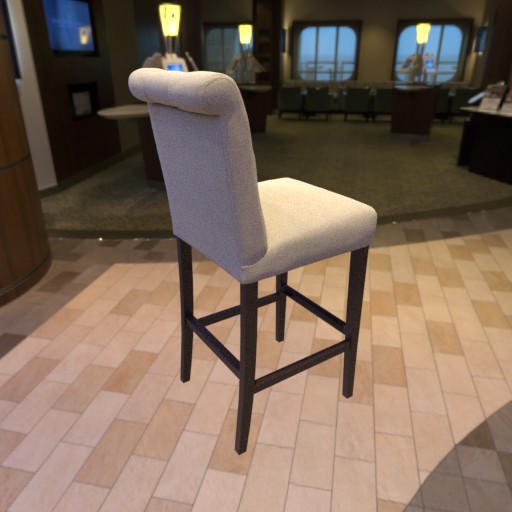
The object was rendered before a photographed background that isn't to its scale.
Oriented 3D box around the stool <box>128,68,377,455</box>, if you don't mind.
[{"bbox_3d":[0.000,0.000,1.460,0.601,1.140,0.493,-16,29,-30],"label":"stool"}]
